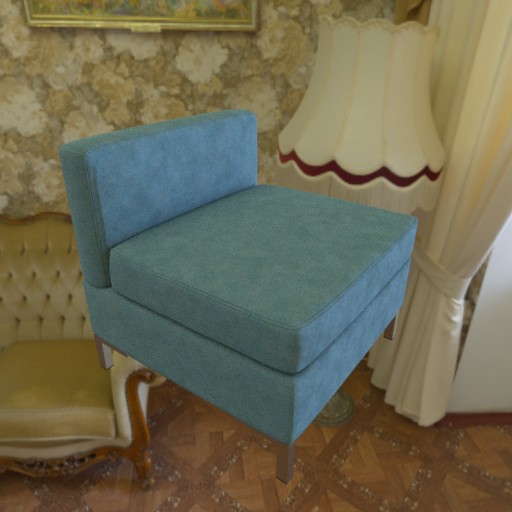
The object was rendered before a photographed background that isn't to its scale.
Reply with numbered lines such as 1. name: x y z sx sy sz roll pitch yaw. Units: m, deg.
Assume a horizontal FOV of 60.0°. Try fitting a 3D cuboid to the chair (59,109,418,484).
1. chair: 0.000 0.000 1.211 0.685 0.660 0.684 18 32 32
